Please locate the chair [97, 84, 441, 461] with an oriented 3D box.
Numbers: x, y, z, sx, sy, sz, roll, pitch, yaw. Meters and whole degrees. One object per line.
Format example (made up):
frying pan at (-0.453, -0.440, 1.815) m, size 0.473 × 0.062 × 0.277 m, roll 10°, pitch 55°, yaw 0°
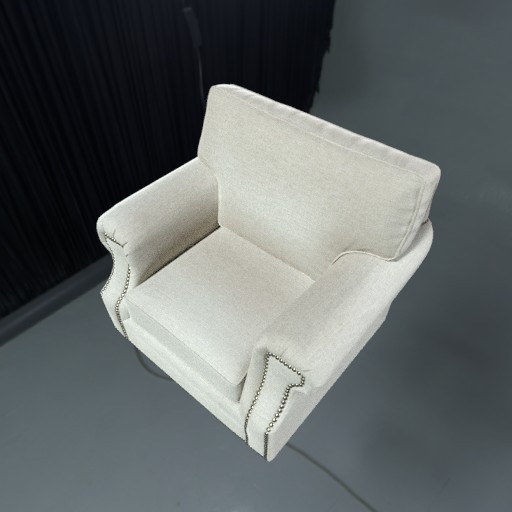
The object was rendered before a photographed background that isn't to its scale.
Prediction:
chair at (0.000, 0.000, 1.779) m, size 1.092 × 0.961 × 0.965 m, roll 31°, pitch 53°, yaw 27°
